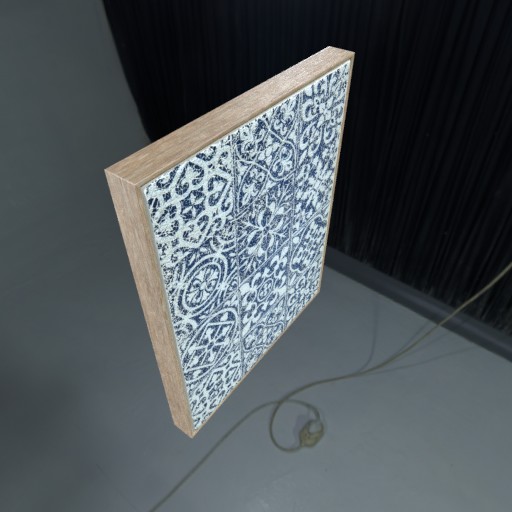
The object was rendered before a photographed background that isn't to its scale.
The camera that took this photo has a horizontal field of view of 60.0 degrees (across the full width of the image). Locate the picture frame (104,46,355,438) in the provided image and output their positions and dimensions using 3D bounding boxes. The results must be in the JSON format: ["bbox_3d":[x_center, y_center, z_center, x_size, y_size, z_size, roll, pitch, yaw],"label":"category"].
[{"bbox_3d":[0.000,0.000,0.718,0.043,0.526,0.424,27,50,26],"label":"picture frame"}]
